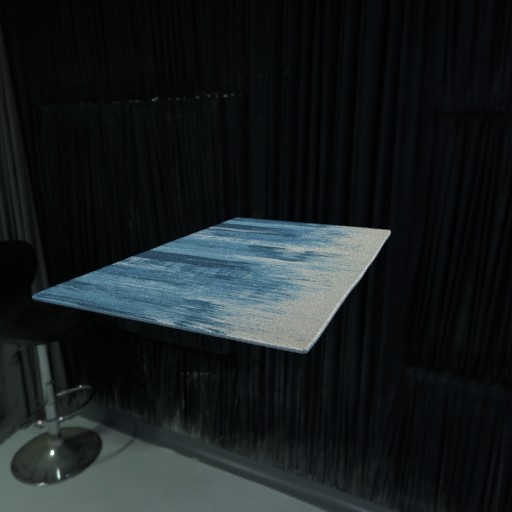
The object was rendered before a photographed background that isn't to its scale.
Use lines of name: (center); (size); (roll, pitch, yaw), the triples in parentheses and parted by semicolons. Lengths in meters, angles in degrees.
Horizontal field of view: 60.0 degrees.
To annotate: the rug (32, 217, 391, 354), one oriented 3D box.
rug: (0.000, 0.000, 3.111); (1.540, 0.027, 2.450); (7, 17, 23)
